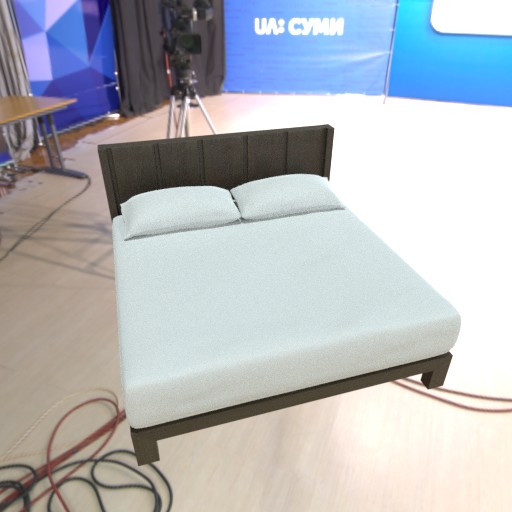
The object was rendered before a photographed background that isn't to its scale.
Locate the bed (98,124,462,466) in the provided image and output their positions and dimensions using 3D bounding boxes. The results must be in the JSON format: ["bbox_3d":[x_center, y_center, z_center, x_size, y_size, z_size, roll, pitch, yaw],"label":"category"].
[{"bbox_3d":[0.000,0.000,3.450,2.143,1.261,2.238,-9,34,-14],"label":"bed"}]
